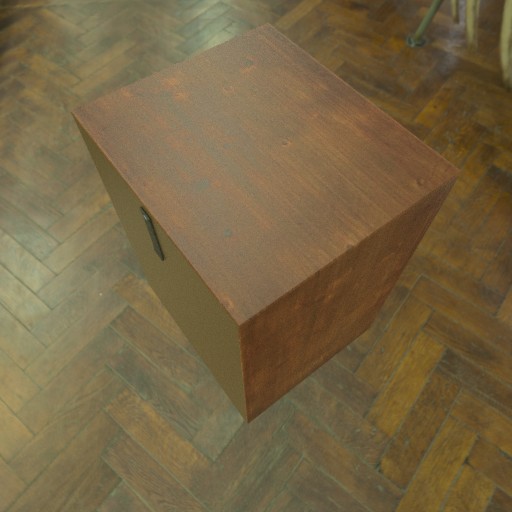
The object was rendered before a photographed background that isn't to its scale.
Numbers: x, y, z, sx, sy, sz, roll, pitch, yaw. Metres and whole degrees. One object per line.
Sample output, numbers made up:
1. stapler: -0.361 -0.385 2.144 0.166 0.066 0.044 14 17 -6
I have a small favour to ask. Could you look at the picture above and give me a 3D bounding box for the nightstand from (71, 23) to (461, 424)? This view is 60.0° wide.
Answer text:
1. nightstand: 0.000 0.000 0.979 0.410 0.695 0.465 -33 64 -18
